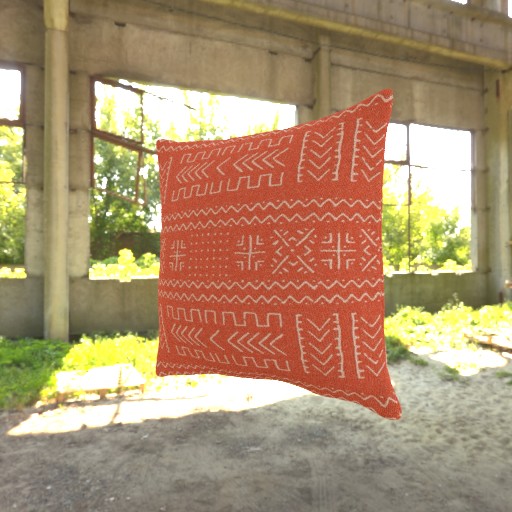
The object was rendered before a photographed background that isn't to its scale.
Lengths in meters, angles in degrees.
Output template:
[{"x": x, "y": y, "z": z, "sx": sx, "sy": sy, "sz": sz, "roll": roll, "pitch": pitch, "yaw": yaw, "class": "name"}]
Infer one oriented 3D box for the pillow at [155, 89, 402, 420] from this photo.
[{"x": 0.000, "y": 0.000, "z": 0.680, "sx": 0.438, "sy": 0.429, "sz": 0.164, "roll": -1, "pitch": -2, "yaw": 35, "class": "pillow"}]
